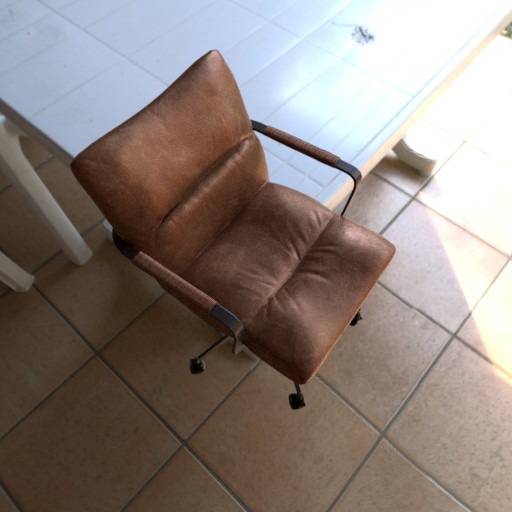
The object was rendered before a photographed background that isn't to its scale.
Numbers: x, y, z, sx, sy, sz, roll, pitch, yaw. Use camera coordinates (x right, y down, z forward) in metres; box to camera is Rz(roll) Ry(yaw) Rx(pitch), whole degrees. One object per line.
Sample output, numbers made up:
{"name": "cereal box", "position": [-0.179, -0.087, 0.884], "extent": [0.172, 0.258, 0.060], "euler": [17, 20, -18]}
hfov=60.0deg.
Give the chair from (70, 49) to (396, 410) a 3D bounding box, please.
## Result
{"name": "chair", "position": [0.000, 0.000, 1.461], "extent": [0.754, 0.922, 0.727], "euler": [32, 64, 18]}
